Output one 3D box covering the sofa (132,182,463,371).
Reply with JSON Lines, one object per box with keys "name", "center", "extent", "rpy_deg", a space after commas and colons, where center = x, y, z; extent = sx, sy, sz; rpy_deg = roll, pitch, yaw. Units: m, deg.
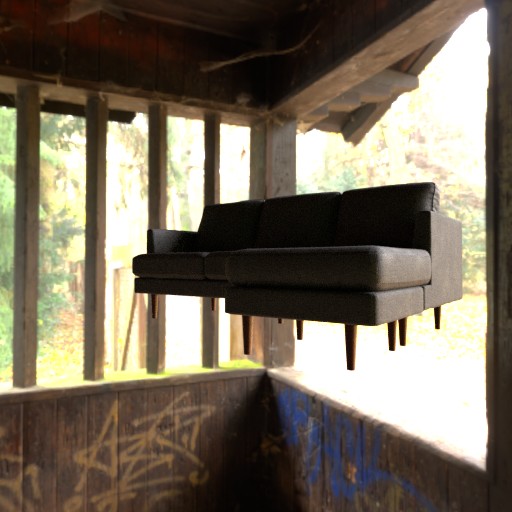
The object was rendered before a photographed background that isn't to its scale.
{"name": "sofa", "center": [0.000, 0.000, 2.918], "extent": [2.233, 0.956, 1.504], "rpy_deg": [-1, -1, 36]}
